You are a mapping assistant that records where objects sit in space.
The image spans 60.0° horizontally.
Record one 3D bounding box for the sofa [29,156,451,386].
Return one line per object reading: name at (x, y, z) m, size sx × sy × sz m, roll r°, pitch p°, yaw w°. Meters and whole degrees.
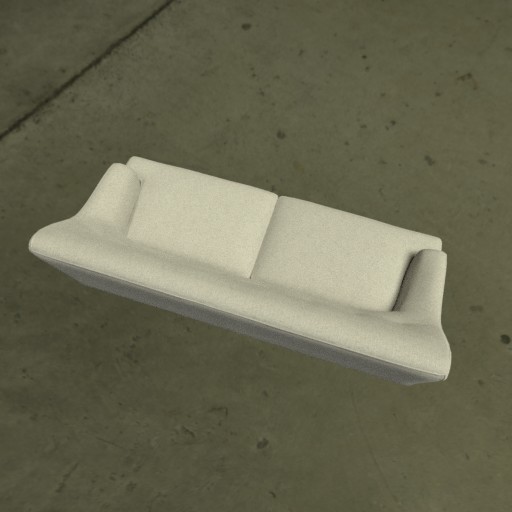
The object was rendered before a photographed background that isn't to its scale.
sofa at (0.000, 0.000, 2.522) m, size 2.057 × 0.871 × 0.978 m, roll 16°, pitch 65°, yaw 8°
